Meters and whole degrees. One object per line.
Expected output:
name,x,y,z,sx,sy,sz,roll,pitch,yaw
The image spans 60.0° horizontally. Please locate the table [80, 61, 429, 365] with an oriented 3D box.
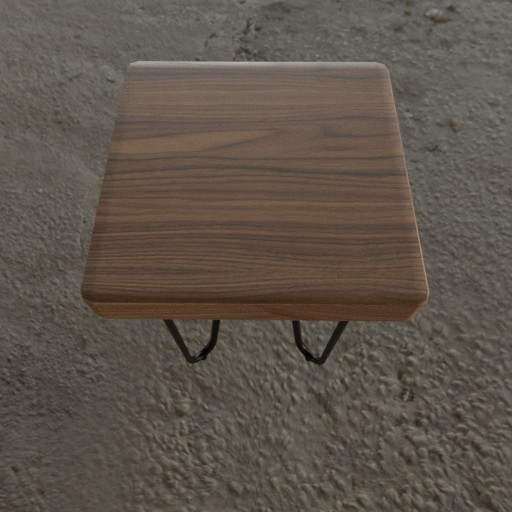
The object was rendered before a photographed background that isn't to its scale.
table,0.000,0.000,0.992,0.480,0.641,0.479,0,63,0
